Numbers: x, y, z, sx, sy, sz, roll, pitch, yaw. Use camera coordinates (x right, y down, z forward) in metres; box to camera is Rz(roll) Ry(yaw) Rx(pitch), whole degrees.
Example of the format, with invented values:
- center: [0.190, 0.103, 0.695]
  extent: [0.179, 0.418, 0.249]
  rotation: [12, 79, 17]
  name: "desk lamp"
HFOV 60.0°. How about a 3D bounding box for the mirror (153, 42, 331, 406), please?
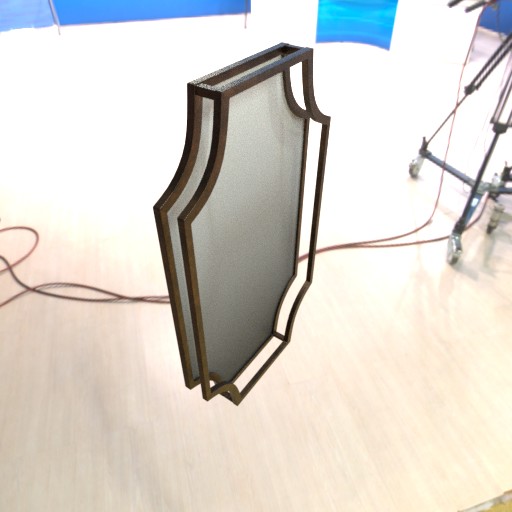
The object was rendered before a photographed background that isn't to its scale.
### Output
- center: [0.000, 0.000, 0.973]
  extent: [0.066, 0.811, 0.462]
  rotation: [25, 46, 26]
  name: "mirror"
